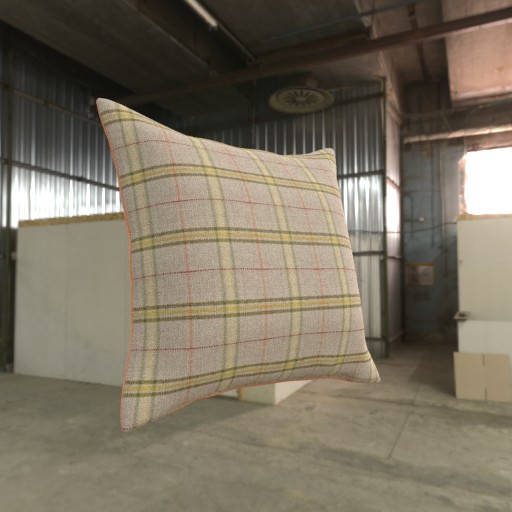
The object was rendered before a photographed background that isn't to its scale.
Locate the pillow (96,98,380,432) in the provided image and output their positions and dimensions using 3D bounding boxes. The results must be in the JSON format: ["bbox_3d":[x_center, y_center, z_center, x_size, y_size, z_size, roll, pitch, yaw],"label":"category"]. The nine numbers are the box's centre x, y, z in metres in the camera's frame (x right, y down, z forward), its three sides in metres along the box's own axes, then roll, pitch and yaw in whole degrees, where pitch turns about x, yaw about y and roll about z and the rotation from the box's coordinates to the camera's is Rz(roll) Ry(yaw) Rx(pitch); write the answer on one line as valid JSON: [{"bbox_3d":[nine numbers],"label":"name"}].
[{"bbox_3d":[0.000,0.000,0.683,0.453,0.430,0.200,1,-2,-36],"label":"pillow"}]
